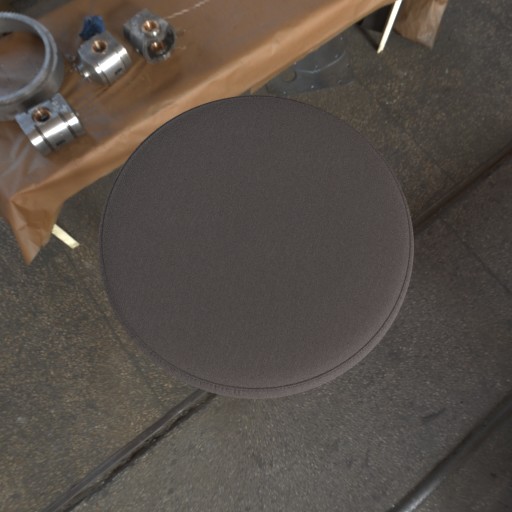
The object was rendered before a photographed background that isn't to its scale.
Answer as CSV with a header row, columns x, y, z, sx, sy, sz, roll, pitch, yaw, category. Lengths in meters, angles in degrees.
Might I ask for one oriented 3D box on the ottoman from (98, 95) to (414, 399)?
x,y,z,sx,sy,sz,roll,pitch,yaw,category
0.000,0.000,1.005,0.608,0.433,0.608,0,74,0,ottoman
